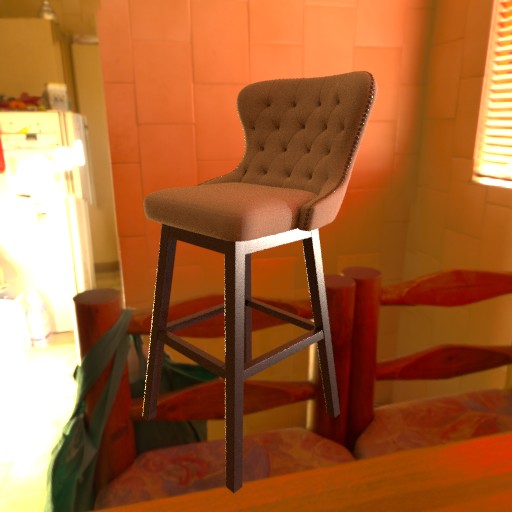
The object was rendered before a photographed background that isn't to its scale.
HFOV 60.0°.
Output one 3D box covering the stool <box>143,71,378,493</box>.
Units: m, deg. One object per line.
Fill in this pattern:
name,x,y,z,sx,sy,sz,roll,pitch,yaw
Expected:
stool,0.000,0.000,1.356,0.605,1.066,0.528,-16,22,-42
